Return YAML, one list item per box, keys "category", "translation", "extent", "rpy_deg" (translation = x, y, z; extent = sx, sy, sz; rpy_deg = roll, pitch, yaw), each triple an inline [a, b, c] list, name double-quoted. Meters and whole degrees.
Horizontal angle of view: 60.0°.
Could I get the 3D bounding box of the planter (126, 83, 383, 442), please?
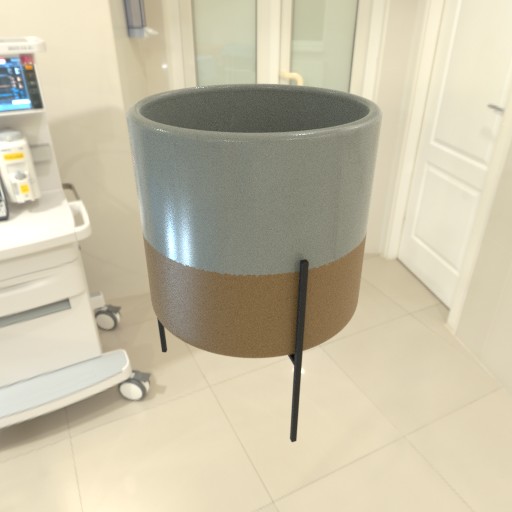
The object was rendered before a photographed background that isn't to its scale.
- category: "planter"
  translation: [0.000, 0.000, 0.725]
  extent: [0.348, 0.480, 0.360]
  rpy_deg: [-10, 32, -17]
